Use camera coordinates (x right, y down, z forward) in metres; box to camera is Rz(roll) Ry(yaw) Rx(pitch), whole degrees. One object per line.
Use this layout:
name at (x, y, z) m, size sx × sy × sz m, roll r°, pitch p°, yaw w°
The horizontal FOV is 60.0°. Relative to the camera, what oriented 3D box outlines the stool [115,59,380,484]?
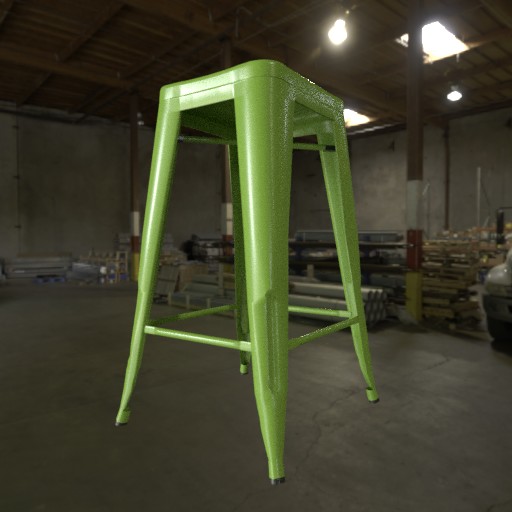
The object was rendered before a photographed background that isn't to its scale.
stool at (0.000, 0.000, 0.851) m, size 0.358 × 0.609 × 0.398 m, roll 1°, pitch 3°, yaw 35°
